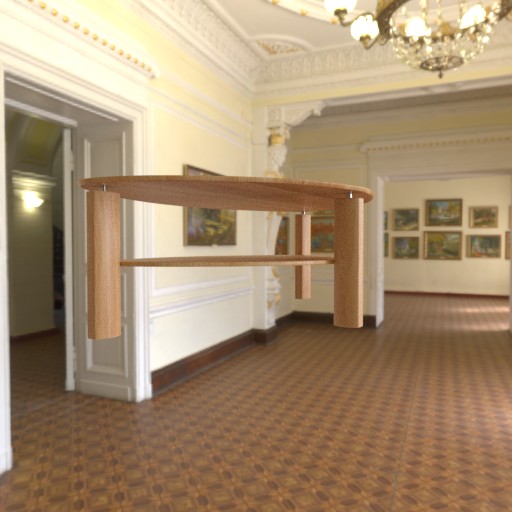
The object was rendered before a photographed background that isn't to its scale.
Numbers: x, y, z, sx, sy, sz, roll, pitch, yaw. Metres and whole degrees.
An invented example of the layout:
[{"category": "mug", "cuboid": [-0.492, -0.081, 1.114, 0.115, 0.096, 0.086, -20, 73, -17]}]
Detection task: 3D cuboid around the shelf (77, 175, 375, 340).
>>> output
[{"category": "shelf", "cuboid": [0.000, 0.000, 1.634, 0.845, 0.440, 1.246, 1, 2, 36]}]
